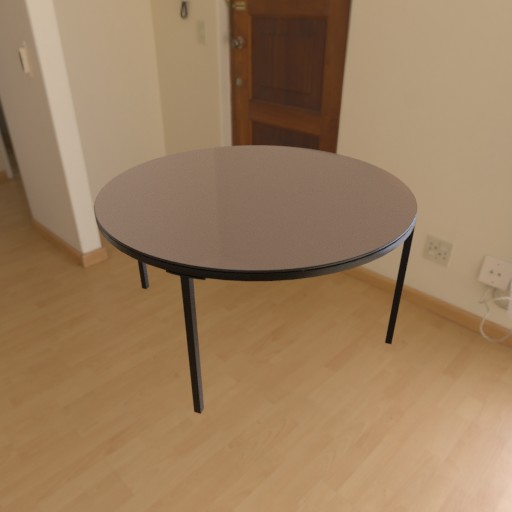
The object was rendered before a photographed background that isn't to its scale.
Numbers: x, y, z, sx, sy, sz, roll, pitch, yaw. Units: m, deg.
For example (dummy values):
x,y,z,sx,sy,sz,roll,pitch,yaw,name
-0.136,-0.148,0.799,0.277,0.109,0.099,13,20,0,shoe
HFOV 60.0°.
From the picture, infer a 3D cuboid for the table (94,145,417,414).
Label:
x,y,z,sx,sy,sz,roll,pitch,yaw,name
0.000,0.000,1.246,0.800,0.400,0.800,0,30,0,table
